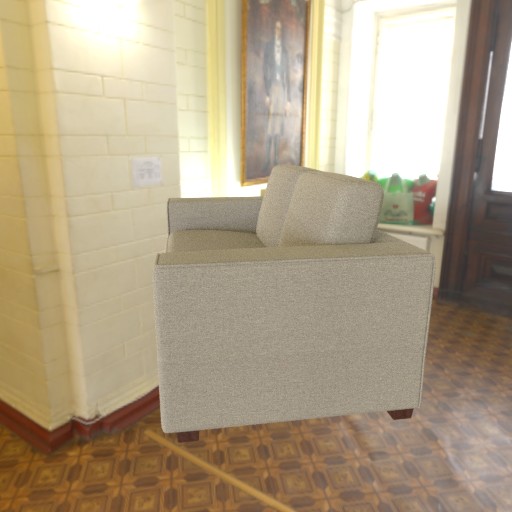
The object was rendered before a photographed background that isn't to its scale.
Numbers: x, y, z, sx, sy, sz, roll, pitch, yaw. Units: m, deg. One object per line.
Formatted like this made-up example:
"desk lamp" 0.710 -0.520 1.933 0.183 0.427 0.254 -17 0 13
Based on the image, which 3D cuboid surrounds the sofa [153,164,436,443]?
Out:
"sofa" 0.000 0.000 2.412 1.007 0.924 1.812 -2 15 -9
